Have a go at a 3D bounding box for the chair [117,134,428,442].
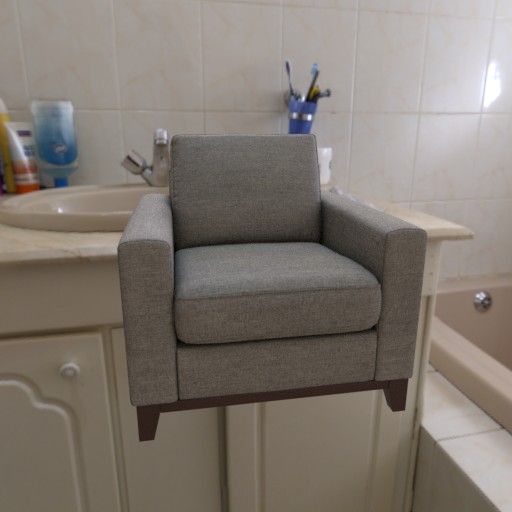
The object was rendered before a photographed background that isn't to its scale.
[{"bbox_3d":[0.000,0.000,1.907,1.024,1.010,1.038,-3,16,-10],"label":"chair"}]
